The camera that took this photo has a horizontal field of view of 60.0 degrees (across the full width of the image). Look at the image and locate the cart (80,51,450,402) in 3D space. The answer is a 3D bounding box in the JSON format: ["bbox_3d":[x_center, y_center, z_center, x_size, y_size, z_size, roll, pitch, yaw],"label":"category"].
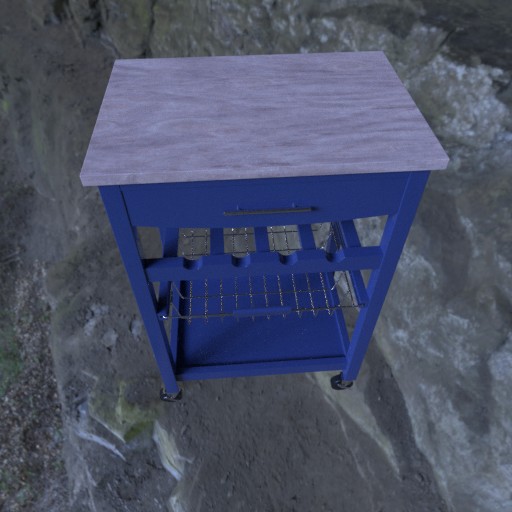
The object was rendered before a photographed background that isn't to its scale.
[{"bbox_3d":[0.000,0.000,1.126,0.584,0.839,0.403,-3,48,-3],"label":"cart"}]
